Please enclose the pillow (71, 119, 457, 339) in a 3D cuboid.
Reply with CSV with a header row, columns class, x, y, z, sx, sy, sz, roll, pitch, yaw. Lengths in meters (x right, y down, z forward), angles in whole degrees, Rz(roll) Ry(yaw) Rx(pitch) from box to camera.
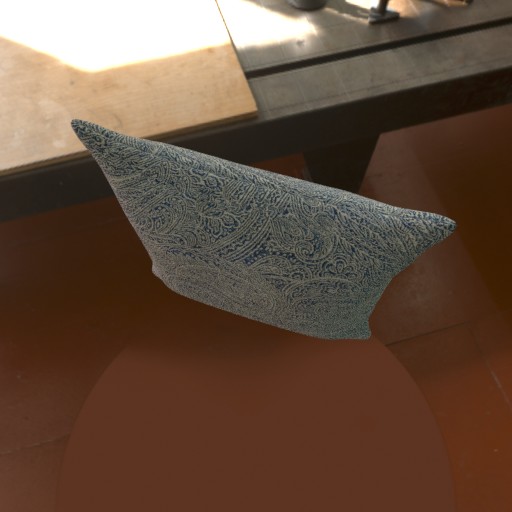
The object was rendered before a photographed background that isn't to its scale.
class,x,y,z,sx,sy,sz,roll,pitch,yaw
pillow,0.000,0.000,0.789,0.523,0.510,0.166,17,65,8
